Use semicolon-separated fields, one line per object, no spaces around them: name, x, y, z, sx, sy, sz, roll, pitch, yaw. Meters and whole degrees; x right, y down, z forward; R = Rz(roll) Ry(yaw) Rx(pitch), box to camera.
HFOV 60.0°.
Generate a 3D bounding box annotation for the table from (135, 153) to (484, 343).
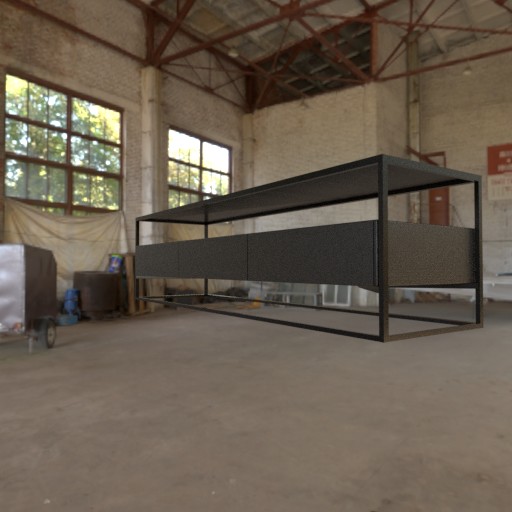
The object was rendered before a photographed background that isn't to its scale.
table;0.000;0.000;1.646;0.399;0.395;1.486;1;-2;-35
